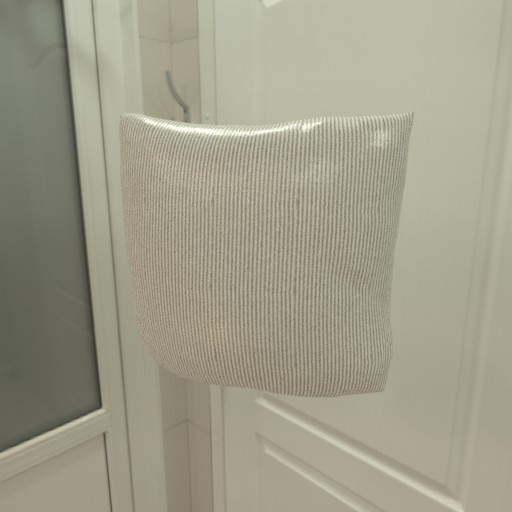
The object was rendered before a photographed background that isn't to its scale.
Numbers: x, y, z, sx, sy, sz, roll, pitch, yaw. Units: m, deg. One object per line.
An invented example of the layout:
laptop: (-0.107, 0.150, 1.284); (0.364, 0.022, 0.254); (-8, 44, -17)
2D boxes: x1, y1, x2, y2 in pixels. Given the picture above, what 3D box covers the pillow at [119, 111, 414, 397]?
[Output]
pillow: (0.000, 0.000, 0.691); (0.387, 0.432, 0.310); (13, 19, 43)
